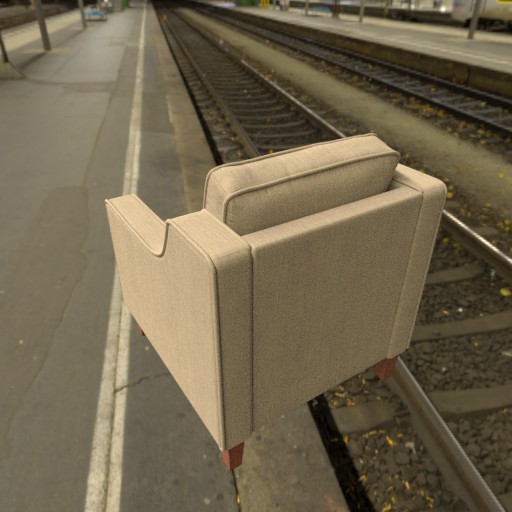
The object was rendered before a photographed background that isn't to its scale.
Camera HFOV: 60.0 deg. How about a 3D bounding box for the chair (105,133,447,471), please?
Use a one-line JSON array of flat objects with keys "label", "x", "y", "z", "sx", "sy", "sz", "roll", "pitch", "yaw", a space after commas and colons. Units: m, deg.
[{"label": "chair", "x": 0.000, "y": 0.000, "z": 1.666, "sx": 0.831, "sy": 0.960, "sz": 0.909, "roll": -19, "pitch": 36, "yaw": -28}]
